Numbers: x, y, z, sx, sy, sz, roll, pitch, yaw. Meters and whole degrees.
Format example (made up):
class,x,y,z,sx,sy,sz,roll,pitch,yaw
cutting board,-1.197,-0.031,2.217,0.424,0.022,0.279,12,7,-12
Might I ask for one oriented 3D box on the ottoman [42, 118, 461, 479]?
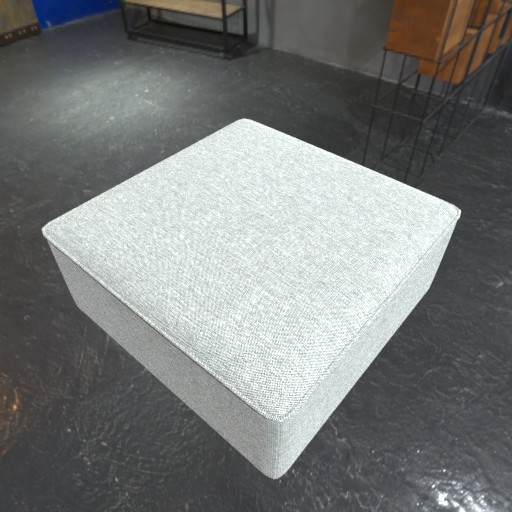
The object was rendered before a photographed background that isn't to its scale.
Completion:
class,x,y,z,sx,sy,sz,roll,pitch,yaw
ottoman,0.000,0.000,1.578,1.005,0.455,1.005,31,52,28
